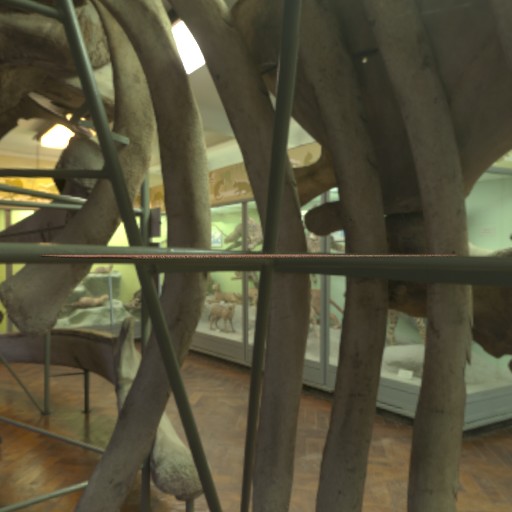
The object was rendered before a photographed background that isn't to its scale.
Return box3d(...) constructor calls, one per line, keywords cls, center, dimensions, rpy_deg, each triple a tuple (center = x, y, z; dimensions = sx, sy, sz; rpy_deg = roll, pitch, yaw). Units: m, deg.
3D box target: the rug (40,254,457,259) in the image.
box3d(cls="rug", center=(0.000, 0.000, 2.205), dimensions=(1.747, 0.011, 1.139), rpy_deg=(0, 0, -38))
